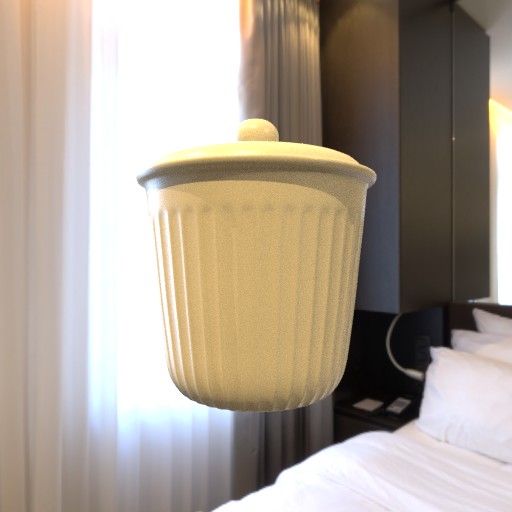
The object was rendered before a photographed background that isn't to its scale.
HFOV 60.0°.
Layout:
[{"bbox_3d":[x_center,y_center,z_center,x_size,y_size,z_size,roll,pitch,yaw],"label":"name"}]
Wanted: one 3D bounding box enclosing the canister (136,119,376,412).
[{"bbox_3d":[0.000,0.000,0.345,0.181,0.211,0.181,0,0,0],"label":"canister"}]
